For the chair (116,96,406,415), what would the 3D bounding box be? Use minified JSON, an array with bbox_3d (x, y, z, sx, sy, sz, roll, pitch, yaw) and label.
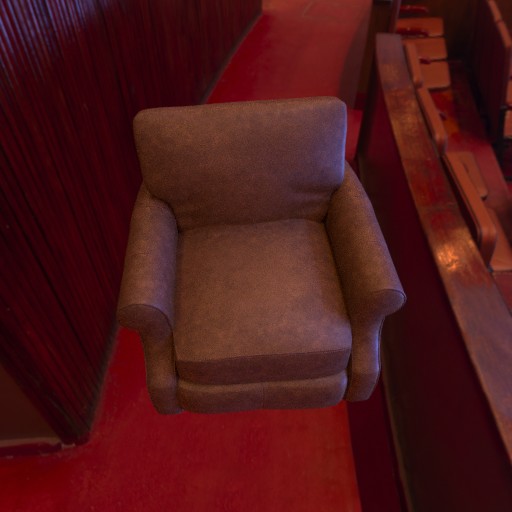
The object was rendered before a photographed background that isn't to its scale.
[{"bbox_3d":[0.000,0.000,1.784,0.996,0.976,1.002,-3,46,-3],"label":"chair"}]
